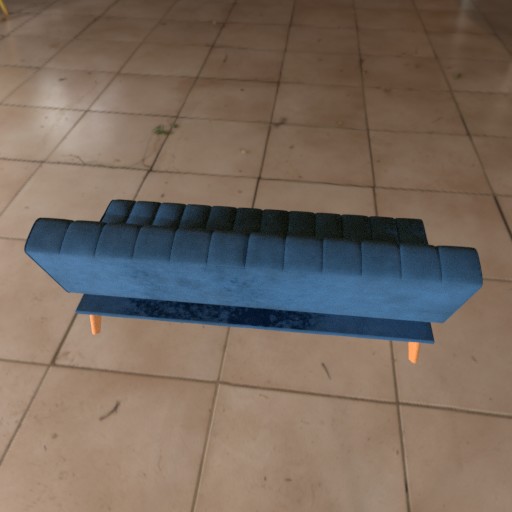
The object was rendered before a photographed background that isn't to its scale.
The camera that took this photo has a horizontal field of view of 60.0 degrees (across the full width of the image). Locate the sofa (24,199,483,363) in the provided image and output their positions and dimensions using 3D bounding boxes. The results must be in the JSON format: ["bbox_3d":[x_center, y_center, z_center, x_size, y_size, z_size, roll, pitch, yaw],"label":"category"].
[{"bbox_3d":[0.000,0.000,2.283,1.804,0.813,0.855,4,45,4],"label":"sofa"}]
